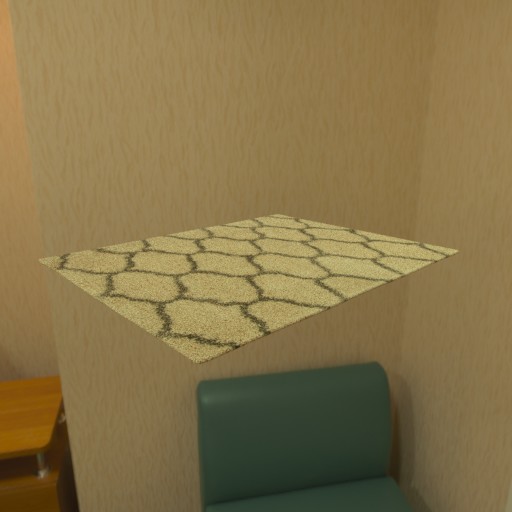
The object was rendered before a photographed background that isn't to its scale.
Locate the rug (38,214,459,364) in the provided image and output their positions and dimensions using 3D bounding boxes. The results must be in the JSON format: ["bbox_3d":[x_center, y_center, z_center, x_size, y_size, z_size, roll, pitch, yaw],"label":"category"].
[{"bbox_3d":[0.000,0.000,4.009,3.000,0.026,2.399,-15,22,-41],"label":"rug"}]
